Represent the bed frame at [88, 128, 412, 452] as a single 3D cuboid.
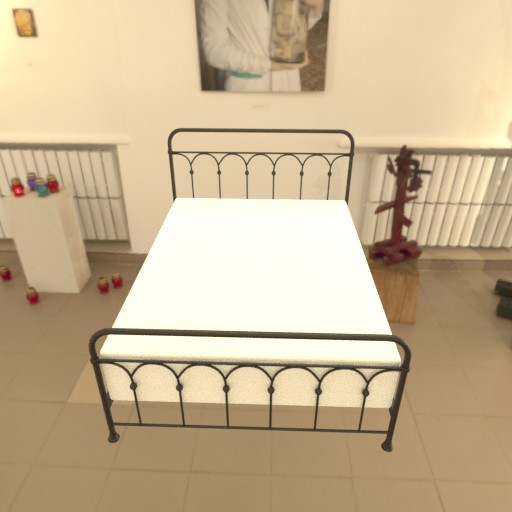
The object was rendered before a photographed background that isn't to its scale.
[{"bbox_3d":[0.000,0.000,3.186,1.664,1.276,2.203,1,30,2],"label":"bed frame"}]
